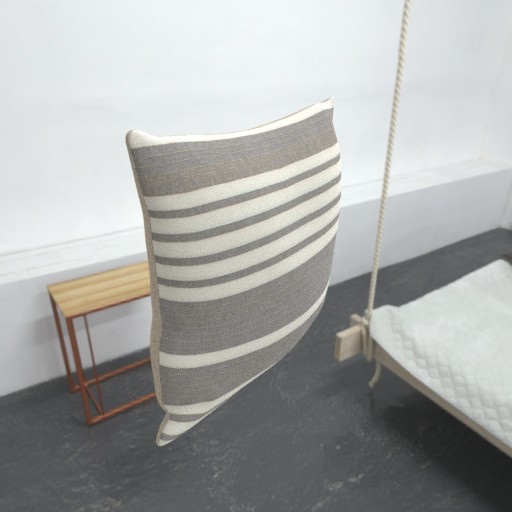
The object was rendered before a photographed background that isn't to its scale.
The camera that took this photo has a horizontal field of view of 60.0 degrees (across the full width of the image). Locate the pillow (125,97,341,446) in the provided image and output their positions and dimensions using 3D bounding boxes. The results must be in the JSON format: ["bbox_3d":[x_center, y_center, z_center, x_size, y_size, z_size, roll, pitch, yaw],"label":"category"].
[{"bbox_3d":[0.000,0.000,0.684,0.182,0.440,0.439,19,32,33],"label":"pillow"}]
